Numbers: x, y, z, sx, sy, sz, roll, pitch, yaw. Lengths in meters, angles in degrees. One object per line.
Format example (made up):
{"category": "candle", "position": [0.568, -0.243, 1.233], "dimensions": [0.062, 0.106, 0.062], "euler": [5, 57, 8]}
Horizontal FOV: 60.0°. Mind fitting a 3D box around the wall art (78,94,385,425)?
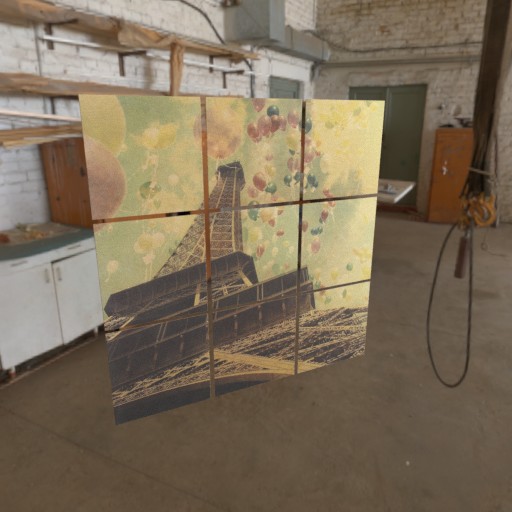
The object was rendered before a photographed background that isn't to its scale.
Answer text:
{"category": "wall art", "position": [0.000, 0.000, 2.240], "dimensions": [1.517, 1.505, 0.002], "euler": [-8, 19, -25]}
